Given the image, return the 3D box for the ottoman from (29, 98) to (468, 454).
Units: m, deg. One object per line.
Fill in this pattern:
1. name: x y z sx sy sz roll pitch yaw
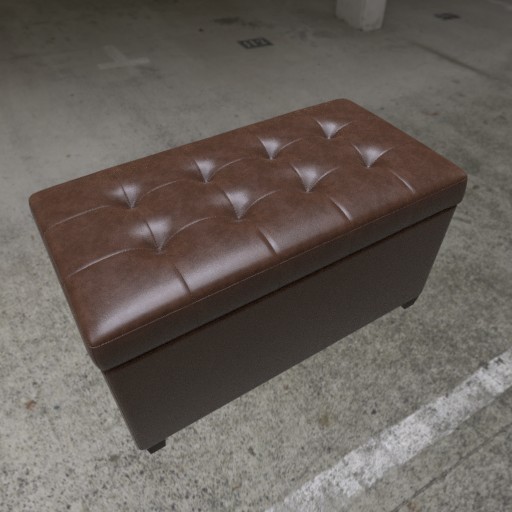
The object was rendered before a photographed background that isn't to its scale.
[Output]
1. ottoman: 0.000 0.000 1.070 0.838 0.470 0.432 -24 50 -22
